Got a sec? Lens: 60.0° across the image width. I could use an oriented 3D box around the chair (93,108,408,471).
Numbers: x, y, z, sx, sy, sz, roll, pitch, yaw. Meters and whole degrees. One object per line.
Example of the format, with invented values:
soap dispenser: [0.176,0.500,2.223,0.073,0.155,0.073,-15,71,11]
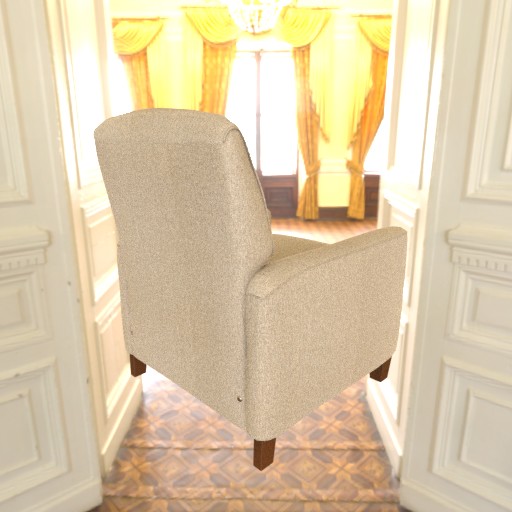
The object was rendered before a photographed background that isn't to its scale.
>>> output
chair: [0.000,0.000,1.636,0.864,1.014,0.848,-15,22,-42]
